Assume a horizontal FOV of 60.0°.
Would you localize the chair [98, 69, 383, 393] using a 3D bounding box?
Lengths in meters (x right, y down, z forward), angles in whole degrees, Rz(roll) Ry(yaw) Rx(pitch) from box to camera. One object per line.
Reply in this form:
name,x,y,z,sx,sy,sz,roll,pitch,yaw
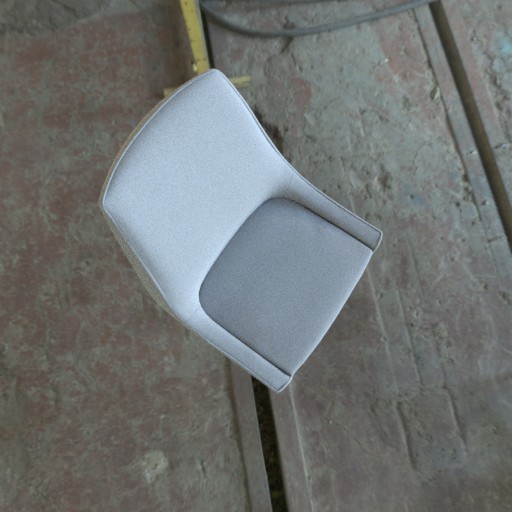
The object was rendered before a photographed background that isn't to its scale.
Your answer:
chair,0.000,0.000,1.209,0.544,0.861,0.529,34,78,8
